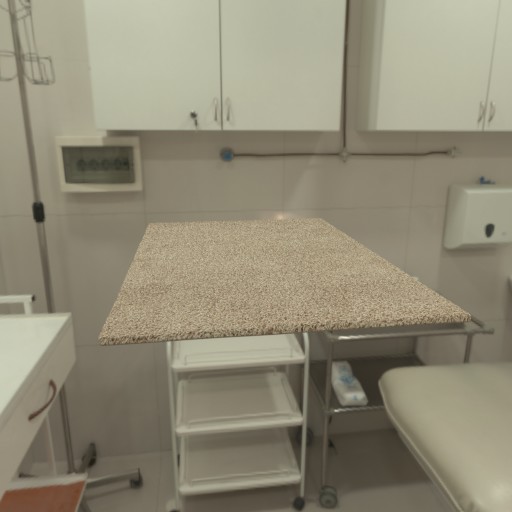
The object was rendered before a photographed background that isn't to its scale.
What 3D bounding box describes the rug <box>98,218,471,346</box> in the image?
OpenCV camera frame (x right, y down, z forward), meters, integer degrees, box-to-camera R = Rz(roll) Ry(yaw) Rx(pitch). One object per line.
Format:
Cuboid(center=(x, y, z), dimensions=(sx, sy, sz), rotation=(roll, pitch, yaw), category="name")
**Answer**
Cuboid(center=(0.000, 0.000, 2.255), dimensions=(1.219, 0.030, 1.778), rotation=(-2, 16, -8), category="rug")
